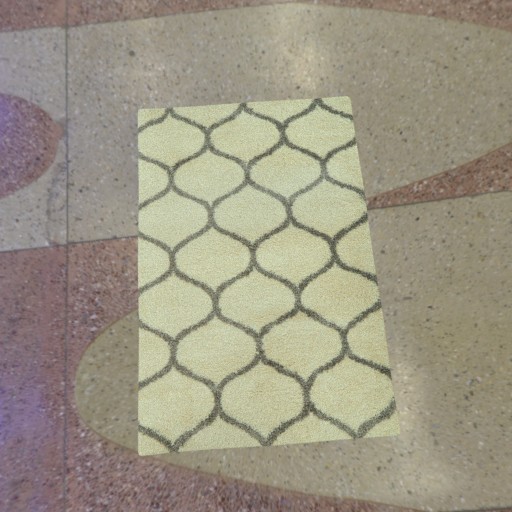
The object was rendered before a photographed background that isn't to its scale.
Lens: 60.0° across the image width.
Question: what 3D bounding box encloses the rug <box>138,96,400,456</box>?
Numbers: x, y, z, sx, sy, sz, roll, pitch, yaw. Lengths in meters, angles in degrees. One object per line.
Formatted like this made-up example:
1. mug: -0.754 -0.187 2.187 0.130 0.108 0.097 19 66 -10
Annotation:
1. rug: 0.000 0.000 3.394 1.801 0.026 2.701 -4 74 -1
